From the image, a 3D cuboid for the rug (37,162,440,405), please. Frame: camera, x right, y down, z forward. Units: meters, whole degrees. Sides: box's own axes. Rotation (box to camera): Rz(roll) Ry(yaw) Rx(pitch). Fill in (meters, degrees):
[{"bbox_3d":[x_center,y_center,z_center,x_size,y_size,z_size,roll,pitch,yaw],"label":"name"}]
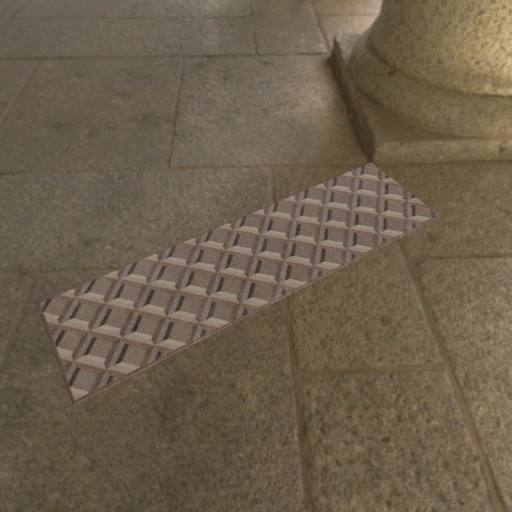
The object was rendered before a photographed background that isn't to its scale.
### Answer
[{"bbox_3d":[0.000,0.000,2.689,2.437,0.013,0.685,-25,53,-20],"label":"rug"}]
